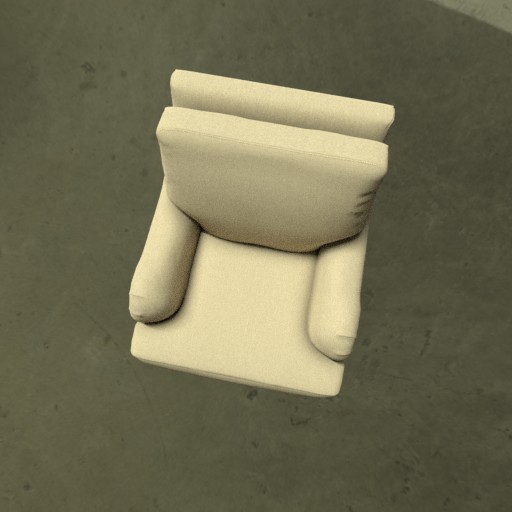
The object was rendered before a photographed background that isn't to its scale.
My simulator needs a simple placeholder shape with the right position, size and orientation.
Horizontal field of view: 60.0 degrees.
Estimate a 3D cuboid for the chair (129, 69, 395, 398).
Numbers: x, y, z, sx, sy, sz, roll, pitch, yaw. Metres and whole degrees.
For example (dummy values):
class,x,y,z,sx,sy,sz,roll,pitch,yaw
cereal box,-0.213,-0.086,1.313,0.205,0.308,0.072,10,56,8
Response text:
class,x,y,z,sx,sy,sz,roll,pitch,yaw
chair,0.000,0.000,1.919,0.895,1.076,1.078,11,76,3
